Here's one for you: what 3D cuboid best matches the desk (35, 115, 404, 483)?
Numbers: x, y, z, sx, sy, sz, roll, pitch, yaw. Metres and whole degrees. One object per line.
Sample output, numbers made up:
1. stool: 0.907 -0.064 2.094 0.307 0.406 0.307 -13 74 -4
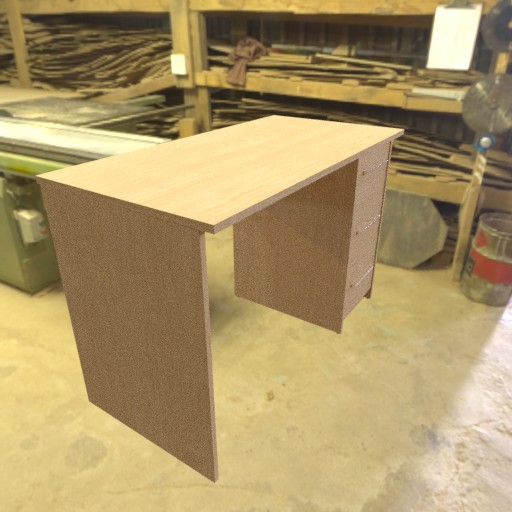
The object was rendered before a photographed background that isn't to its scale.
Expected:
1. desk: 0.000 0.000 1.512 0.560 0.735 1.097 17 31 30
